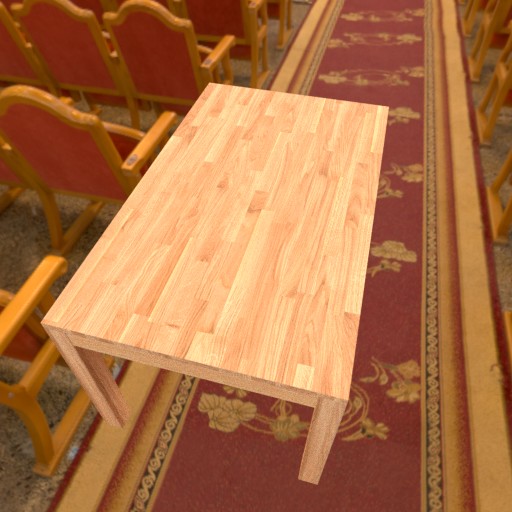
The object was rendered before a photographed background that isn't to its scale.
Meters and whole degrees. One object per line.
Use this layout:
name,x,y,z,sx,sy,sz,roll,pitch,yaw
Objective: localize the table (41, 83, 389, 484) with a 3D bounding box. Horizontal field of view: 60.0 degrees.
table,0.000,0.000,1.987,0.900,0.770,1.500,11,49,10
